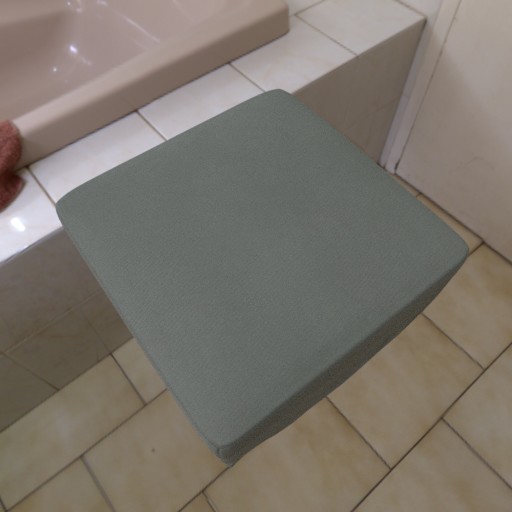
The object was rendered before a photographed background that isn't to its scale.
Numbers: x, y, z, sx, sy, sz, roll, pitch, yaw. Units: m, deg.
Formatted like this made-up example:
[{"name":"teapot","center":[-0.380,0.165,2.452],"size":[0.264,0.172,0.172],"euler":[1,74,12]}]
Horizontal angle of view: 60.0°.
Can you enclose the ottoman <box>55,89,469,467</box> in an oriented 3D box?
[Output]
[{"name":"ottoman","center":[0.000,0.000,1.337],"size":[0.843,0.441,0.842],"euler":[-33,65,-18]}]
